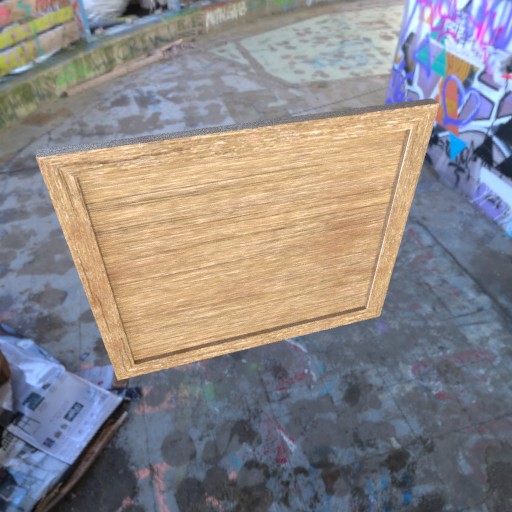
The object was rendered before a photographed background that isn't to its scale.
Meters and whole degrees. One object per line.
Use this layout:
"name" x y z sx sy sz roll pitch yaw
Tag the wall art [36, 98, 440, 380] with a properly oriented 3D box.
"wall art" 0.000 0.000 0.936 0.690 0.588 0.026 -11 43 -12
